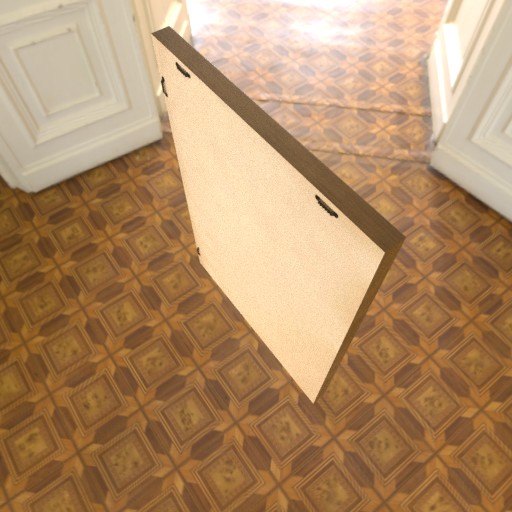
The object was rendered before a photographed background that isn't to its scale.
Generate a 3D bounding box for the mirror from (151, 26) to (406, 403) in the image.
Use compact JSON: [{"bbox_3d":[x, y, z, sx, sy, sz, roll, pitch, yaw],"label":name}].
[{"bbox_3d":[0.000,0.000,0.898,0.039,0.711,0.508,-33,64,-18],"label":"mirror"}]
